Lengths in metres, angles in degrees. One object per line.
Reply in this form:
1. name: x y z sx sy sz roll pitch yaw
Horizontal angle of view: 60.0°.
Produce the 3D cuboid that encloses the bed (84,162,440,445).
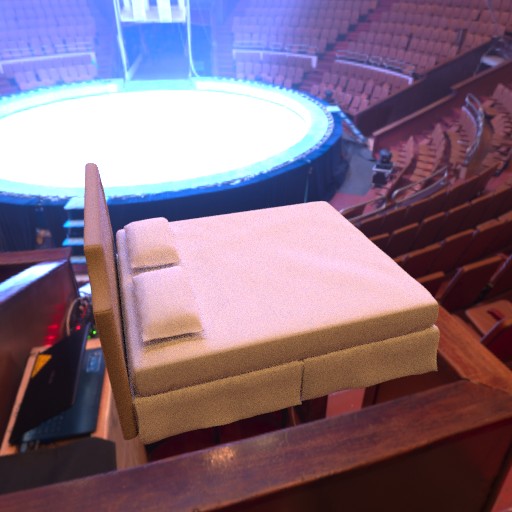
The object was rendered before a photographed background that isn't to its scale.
1. bed: 0.000 0.000 4.172 2.773 1.590 2.350 -10 33 -15
